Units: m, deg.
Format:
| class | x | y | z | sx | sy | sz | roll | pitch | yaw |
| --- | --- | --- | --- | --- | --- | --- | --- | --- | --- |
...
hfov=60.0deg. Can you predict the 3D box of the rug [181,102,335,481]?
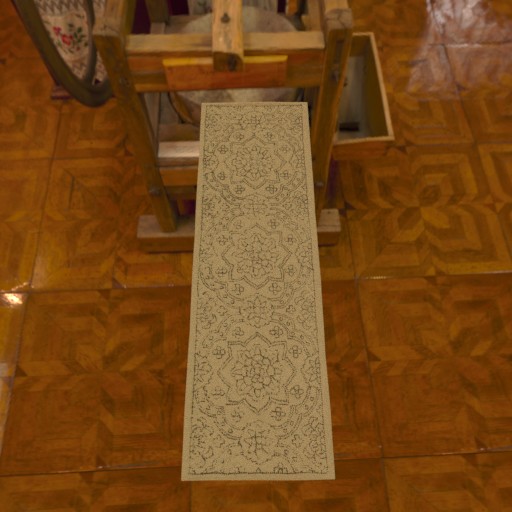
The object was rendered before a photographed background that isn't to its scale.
| class | x | y | z | sx | sy | sz | roll | pitch | yaw |
| --- | --- | --- | --- | --- | --- | --- | --- | --- | --- |
| rug | 0.000 | 0.000 | 2.703 | 0.769 | 0.012 | 2.448 | 0 | 66 | 0 |
